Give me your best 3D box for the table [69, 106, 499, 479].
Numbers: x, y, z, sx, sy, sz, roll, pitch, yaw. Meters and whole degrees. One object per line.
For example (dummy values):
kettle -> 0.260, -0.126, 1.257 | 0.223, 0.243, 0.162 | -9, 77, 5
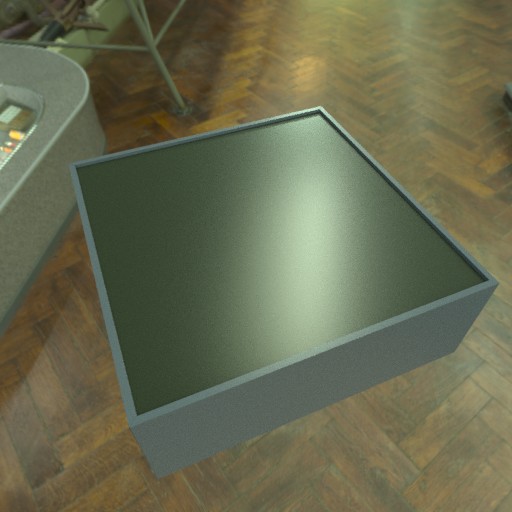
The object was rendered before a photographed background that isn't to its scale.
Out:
table -> 0.000, 0.000, 1.208 | 0.801, 0.299, 0.801 | -17, 50, -15
